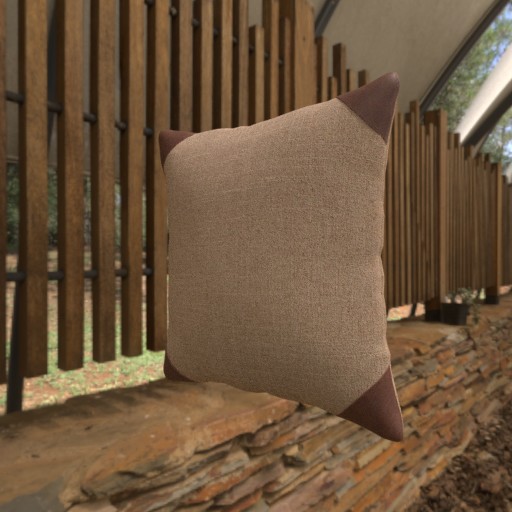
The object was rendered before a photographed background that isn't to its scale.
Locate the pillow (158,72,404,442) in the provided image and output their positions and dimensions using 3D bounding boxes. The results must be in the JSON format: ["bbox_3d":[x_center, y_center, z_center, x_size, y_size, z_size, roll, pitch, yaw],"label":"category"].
[{"bbox_3d":[0.000,0.000,0.660,0.437,0.448,0.147,0,0,36],"label":"pillow"}]
